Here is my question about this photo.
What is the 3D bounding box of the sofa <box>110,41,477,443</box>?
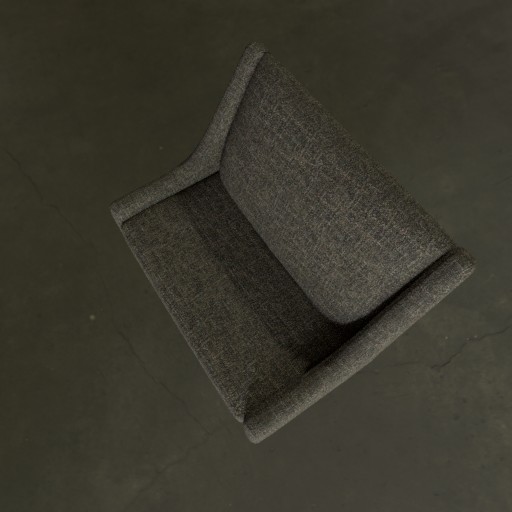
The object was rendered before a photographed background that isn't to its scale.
[{"bbox_3d":[0.000,0.000,1.918,0.870,1.021,1.242,-31,68,-14],"label":"sofa"}]
